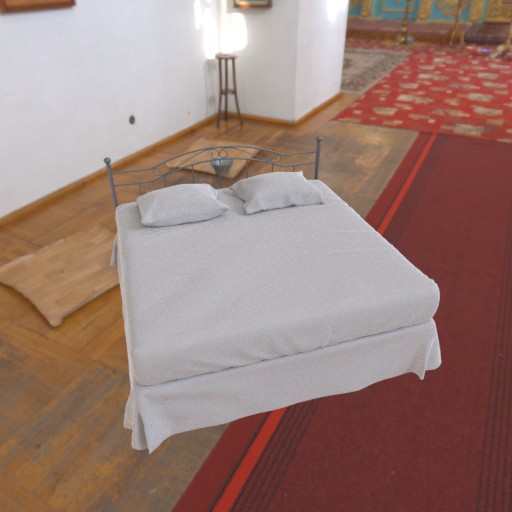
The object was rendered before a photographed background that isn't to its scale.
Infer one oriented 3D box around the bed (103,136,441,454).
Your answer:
[{"bbox_3d":[0.000,0.000,3.472,2.309,1.080,2.220,-10,34,-14],"label":"bed"}]
